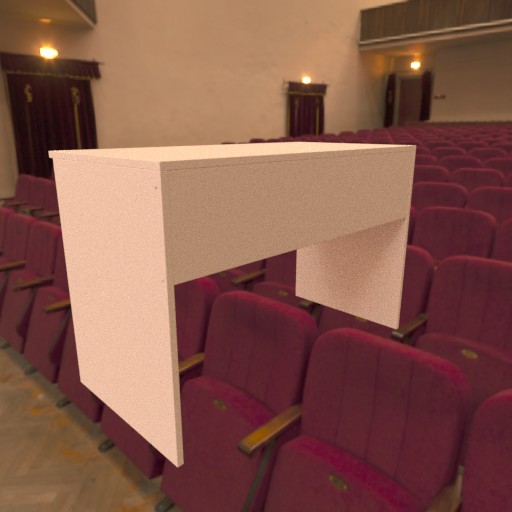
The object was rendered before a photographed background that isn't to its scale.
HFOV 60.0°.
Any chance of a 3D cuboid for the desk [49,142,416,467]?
[{"bbox_3d":[0.000,0.000,1.538,0.560,0.730,1.100,16,22,43],"label":"desk"}]
